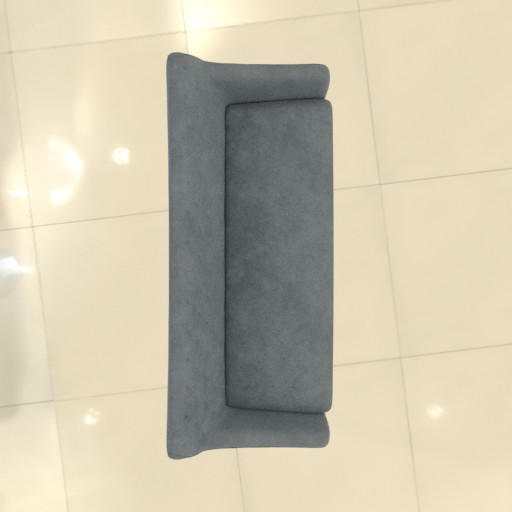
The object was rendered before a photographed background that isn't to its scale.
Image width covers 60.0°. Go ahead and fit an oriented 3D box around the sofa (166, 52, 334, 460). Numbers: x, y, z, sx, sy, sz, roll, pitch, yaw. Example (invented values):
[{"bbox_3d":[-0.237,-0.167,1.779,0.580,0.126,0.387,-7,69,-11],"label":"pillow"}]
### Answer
[{"bbox_3d":[0.000,0.000,2.406,0.841,0.832,1.975,0,90,0],"label":"sofa"}]
